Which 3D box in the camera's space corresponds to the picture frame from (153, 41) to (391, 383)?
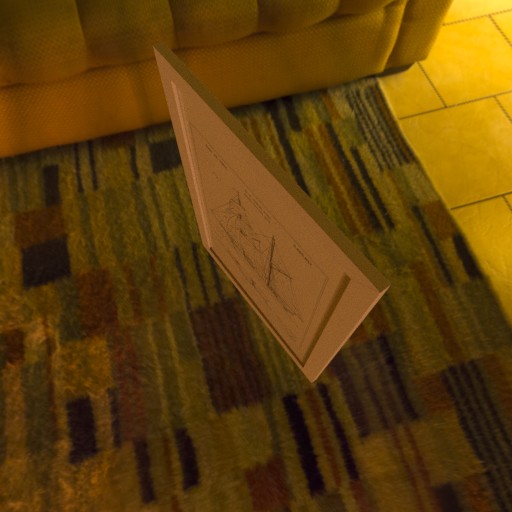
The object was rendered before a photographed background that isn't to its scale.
[{"bbox_3d":[0.000,0.000,0.598,0.011,0.459,0.326,-35,70,-14],"label":"picture frame"}]
